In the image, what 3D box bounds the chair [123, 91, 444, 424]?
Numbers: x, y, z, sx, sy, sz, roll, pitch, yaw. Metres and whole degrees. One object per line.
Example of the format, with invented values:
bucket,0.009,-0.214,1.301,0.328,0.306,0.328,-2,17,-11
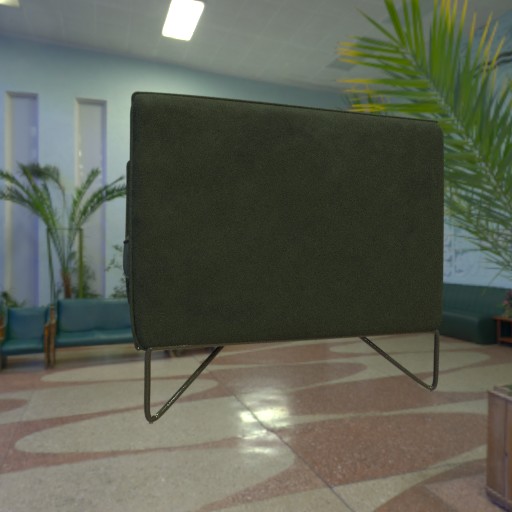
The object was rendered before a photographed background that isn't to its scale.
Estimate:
chair,0.000,0.000,1.554,0.894,0.790,0.880,0,0,-17
